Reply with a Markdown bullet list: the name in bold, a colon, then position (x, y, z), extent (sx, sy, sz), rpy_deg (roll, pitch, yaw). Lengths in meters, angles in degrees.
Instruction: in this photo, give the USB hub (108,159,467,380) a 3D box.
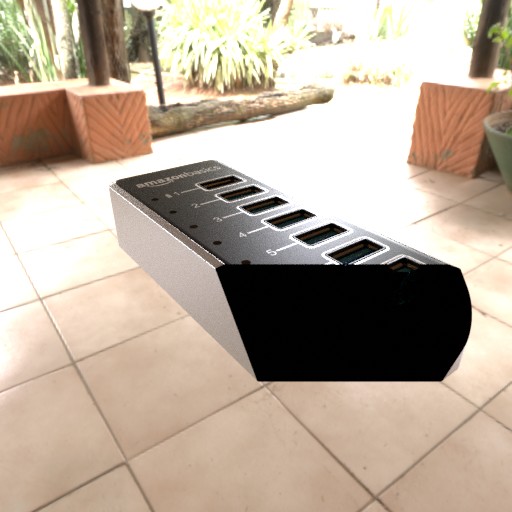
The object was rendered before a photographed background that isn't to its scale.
- **USB hub**: position (0.000, 0.000, 0.126), extent (0.044, 0.023, 0.110), rpy_deg (-21, 36, -32)
